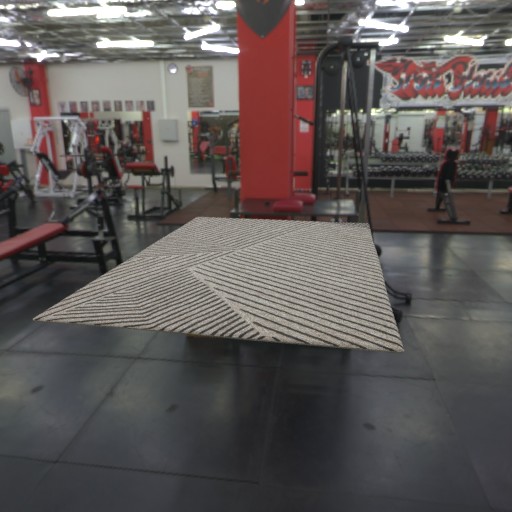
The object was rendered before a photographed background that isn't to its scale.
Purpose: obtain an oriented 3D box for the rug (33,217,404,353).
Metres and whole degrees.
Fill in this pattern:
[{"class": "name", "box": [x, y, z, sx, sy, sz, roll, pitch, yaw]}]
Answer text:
[{"class": "rug", "box": [0.000, 0.000, 2.287, 1.237, 0.019, 1.842, 3, 16, 10]}]
